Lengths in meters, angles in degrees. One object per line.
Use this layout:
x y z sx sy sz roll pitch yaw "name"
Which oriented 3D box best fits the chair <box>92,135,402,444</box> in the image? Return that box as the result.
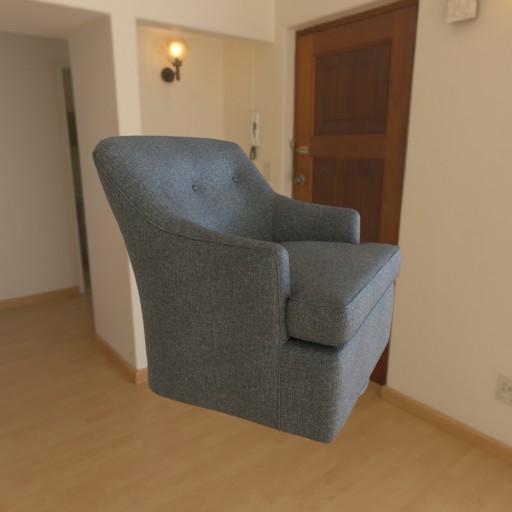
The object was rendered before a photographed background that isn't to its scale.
0.000 0.000 1.621 0.923 0.856 0.864 7 16 26 "chair"
